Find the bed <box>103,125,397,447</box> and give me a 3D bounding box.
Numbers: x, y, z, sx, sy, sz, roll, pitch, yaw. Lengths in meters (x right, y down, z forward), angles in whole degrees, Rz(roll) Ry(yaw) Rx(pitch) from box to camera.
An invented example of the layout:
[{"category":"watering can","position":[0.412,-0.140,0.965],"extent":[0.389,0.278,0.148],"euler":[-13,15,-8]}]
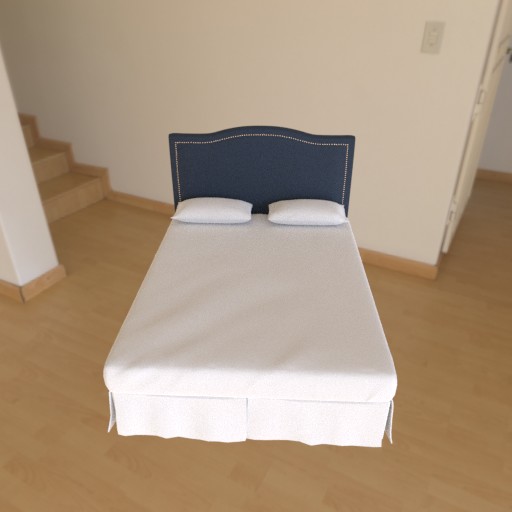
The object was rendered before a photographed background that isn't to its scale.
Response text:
[{"category":"bed","position":[0.000,0.000,3.414],"extent":[1.821,1.436,2.282],"euler":[1,30,2]}]
